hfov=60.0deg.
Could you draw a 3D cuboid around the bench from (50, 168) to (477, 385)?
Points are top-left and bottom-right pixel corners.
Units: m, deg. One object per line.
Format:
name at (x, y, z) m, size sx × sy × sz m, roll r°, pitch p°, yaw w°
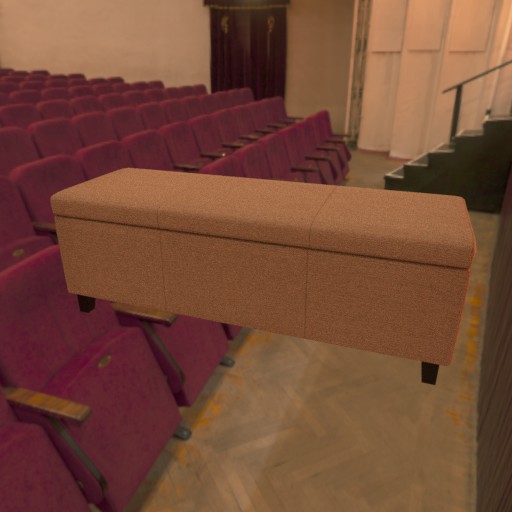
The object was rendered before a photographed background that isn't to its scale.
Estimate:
bench at (0.000, 0.000, 1.487) m, size 1.269 × 0.438 × 0.446 m, roll 8°, pitch 25°, yaw 18°
